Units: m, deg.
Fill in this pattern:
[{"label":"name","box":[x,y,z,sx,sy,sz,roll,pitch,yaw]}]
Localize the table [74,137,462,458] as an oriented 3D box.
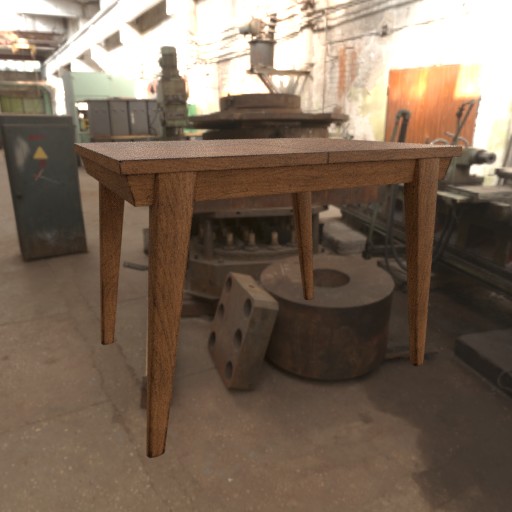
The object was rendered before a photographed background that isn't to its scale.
[{"label":"table","box":[0.000,0.000,1.557,1.027,0.760,0.757,-9,19,-27]}]
